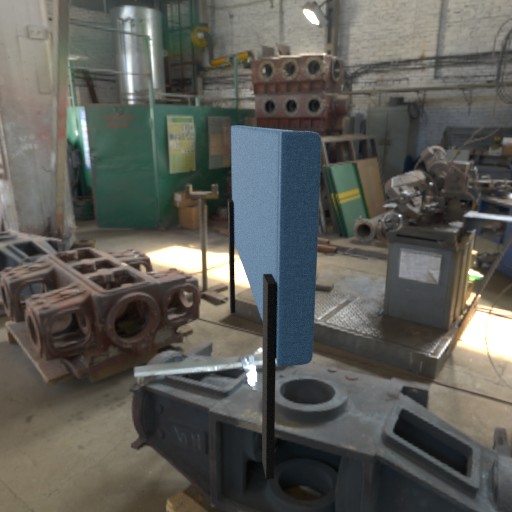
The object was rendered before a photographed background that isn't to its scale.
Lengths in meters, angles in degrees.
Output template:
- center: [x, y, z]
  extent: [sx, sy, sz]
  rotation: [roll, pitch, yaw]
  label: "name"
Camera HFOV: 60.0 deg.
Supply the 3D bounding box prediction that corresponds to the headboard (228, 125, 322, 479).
- center: [0.000, 0.000, 2.731]
  extent: [0.184, 1.524, 2.051]
  rotation: [-2, 17, -8]
  label: "headboard"
